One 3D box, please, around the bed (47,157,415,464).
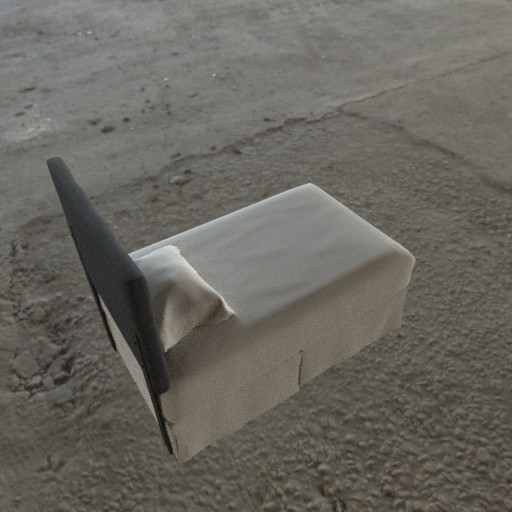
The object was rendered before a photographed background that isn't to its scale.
[{"bbox_3d":[0.000,0.000,2.962,1.997,1.571,1.261,-25,48,-25],"label":"bed"}]
